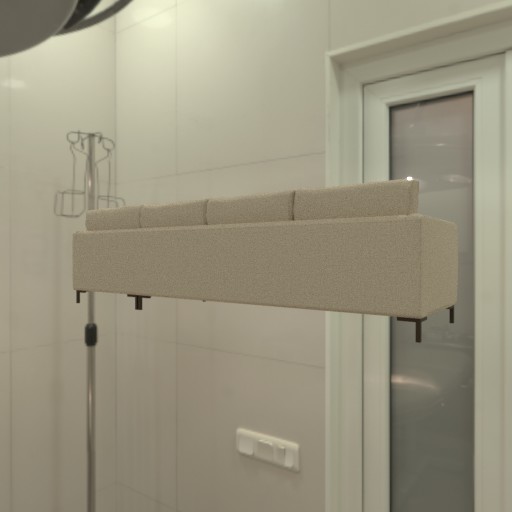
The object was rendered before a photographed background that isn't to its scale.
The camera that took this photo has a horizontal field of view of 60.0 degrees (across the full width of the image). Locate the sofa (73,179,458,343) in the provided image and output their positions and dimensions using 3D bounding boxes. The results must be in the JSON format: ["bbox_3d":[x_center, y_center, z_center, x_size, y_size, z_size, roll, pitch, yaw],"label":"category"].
[{"bbox_3d":[0.000,0.000,3.218,2.731,0.755,1.258,0,0,36],"label":"sofa"}]
